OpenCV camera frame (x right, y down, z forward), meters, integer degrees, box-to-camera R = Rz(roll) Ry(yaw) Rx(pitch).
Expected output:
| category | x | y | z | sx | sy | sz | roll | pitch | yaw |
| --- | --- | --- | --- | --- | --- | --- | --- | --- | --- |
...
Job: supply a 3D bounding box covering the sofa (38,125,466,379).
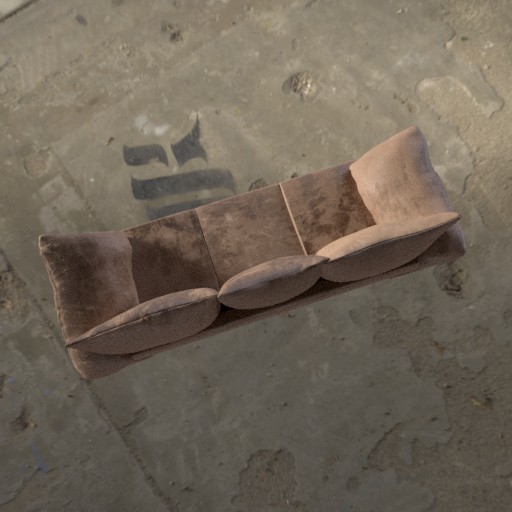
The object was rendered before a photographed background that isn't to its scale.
| category | x | y | z | sx | sy | sz | roll | pitch | yaw |
| --- | --- | --- | --- | --- | --- | --- | --- | --- | --- |
| sofa | 0.000 | 0.000 | 2.795 | 2.377 | 0.981 | 0.893 | -17 | 76 | -5 |
